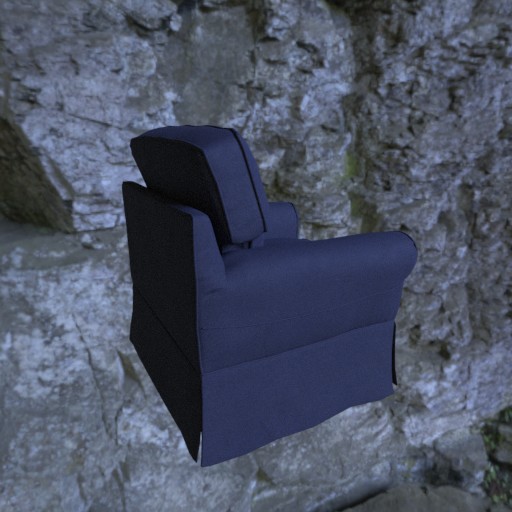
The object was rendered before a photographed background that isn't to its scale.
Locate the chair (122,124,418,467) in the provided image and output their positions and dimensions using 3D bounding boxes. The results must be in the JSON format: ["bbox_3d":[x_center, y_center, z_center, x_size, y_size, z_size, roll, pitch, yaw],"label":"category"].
[{"bbox_3d":[0.000,0.000,2.015,1.002,1.140,1.119,-8,17,-26],"label":"chair"}]
